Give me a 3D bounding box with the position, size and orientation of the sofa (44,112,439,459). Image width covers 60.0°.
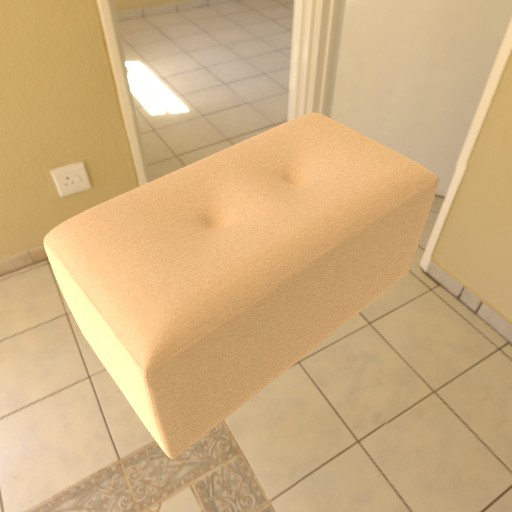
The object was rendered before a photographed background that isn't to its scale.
[{"bbox_3d":[0.000,0.000,1.224,0.930,0.470,0.480,-31,53,-27],"label":"sofa"}]
